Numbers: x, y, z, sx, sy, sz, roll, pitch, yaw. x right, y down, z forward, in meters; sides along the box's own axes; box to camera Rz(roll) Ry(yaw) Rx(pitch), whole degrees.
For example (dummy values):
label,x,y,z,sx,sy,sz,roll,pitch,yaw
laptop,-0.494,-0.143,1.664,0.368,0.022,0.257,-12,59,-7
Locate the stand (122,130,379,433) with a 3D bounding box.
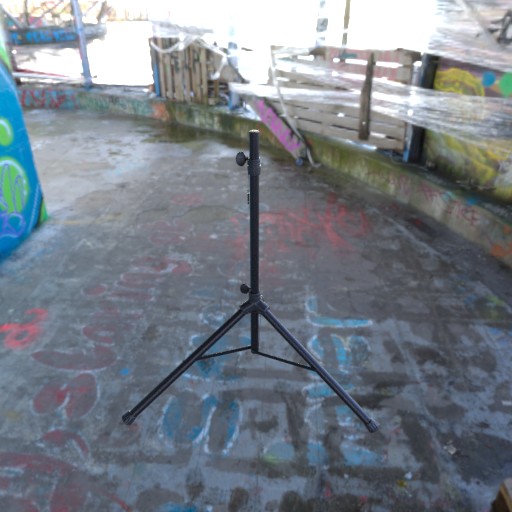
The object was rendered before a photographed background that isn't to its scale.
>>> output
label,x,y,z,sx,sy,sz,roll,pitch,yaw
stand,0.000,0.000,1.879,1.045,1.136,0.907,2,31,3
